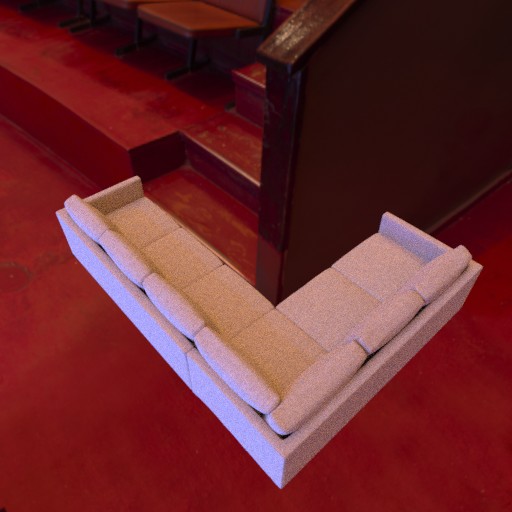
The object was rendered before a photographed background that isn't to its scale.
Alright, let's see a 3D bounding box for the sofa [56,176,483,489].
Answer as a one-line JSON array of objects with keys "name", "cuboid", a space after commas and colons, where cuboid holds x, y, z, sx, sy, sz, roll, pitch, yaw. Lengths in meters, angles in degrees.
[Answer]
[{"name": "sofa", "cuboid": [0.000, 0.000, 4.243, 2.432, 0.863, 3.182, -33, 54, -28]}]
